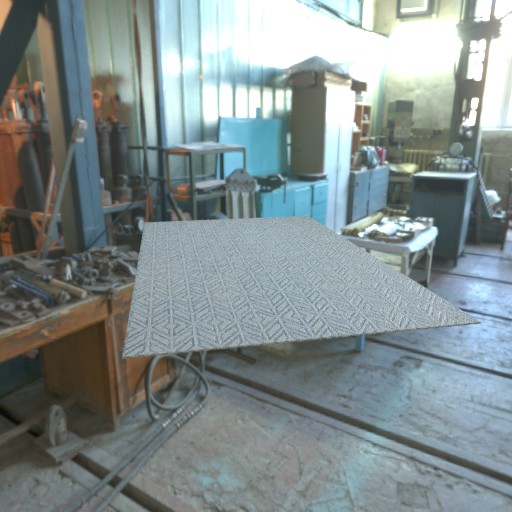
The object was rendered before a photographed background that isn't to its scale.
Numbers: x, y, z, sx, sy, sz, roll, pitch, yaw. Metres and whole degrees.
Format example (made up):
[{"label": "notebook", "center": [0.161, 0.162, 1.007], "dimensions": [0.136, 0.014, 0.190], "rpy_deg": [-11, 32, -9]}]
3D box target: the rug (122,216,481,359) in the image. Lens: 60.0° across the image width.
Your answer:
[{"label": "rug", "center": [0.000, 0.000, 2.951], "dimensions": [1.526, 0.008, 2.441], "rpy_deg": [-3, 17, -11]}]
